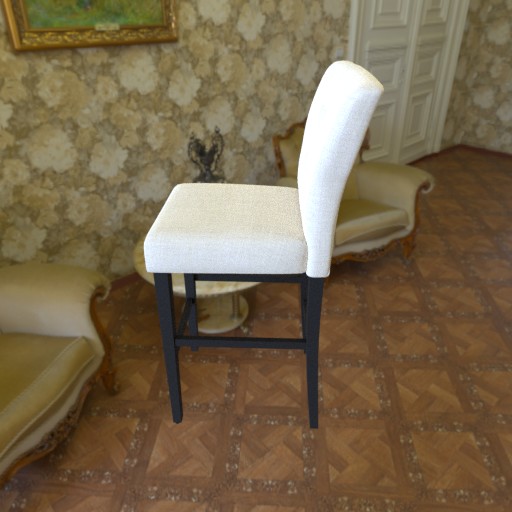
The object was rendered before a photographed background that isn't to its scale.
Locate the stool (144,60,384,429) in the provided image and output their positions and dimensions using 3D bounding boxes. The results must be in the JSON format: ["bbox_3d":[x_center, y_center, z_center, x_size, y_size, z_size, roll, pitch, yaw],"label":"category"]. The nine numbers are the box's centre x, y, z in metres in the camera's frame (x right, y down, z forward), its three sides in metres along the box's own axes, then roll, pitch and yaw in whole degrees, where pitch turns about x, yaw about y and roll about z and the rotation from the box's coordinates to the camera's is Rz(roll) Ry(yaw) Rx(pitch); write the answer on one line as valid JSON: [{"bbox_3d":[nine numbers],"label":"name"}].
[{"bbox_3d":[0.000,0.000,1.435,0.603,1.124,0.516,1,29,2],"label":"stool"}]
